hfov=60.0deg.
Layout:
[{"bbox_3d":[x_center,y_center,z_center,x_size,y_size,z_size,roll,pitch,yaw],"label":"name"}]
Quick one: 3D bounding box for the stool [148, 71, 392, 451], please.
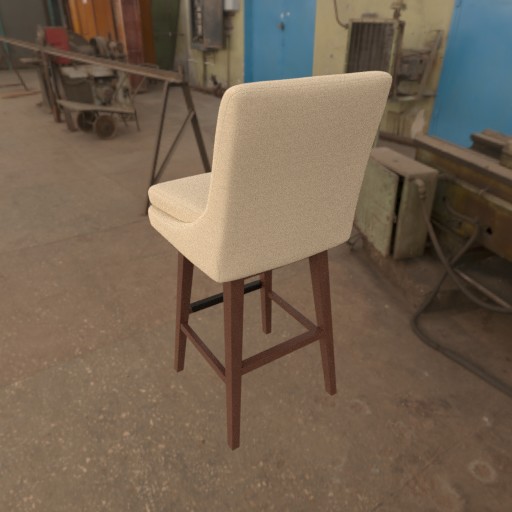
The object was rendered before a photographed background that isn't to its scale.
[{"bbox_3d":[0.000,0.000,1.376,0.483,1.093,0.559,-18,34,-29],"label":"stool"}]
